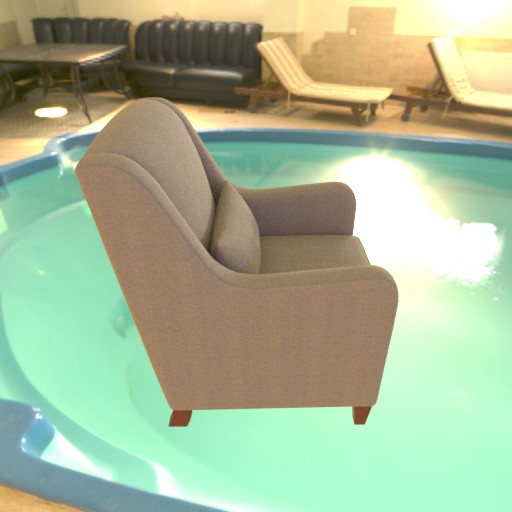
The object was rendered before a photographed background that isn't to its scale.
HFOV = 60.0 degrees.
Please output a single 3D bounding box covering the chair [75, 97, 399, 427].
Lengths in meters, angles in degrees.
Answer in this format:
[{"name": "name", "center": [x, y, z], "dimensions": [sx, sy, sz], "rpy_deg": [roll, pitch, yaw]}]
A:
[{"name": "chair", "center": [0.000, 0.000, 1.610], "dimensions": [0.890, 1.017, 0.715], "rpy_deg": [0, 32, 0]}]
